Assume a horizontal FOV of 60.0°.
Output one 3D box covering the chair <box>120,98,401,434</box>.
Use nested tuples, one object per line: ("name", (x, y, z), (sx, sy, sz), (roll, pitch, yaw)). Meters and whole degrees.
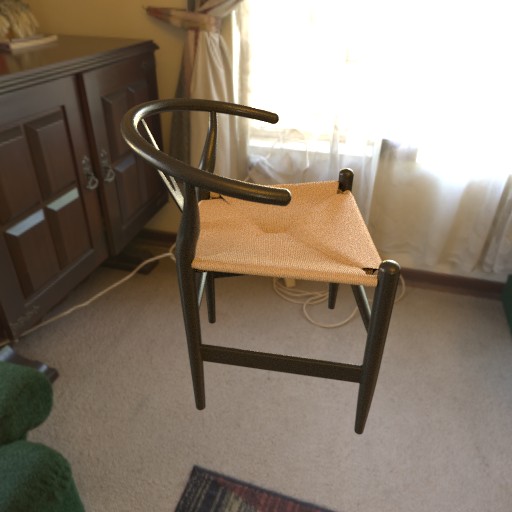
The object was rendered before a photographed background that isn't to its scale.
("chair", (0.000, 0.000, 1.153), (0.570, 0.739, 0.570), (0, 32, 0))
